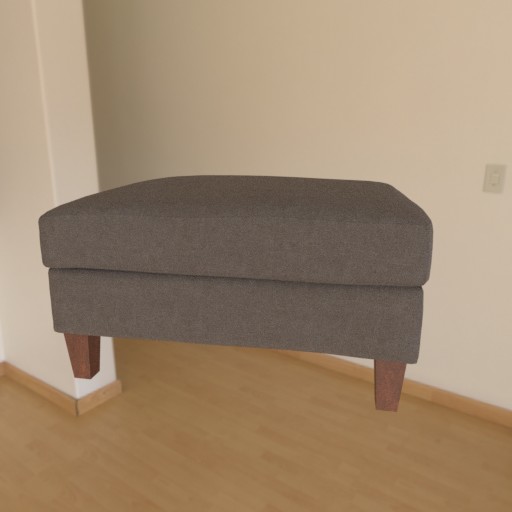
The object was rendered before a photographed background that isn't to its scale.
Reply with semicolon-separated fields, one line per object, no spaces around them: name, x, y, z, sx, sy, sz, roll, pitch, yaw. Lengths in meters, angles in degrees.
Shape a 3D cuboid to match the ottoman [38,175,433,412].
ottoman;0.000;0.000;1.375;0.881;0.482;0.861;3;15;10
